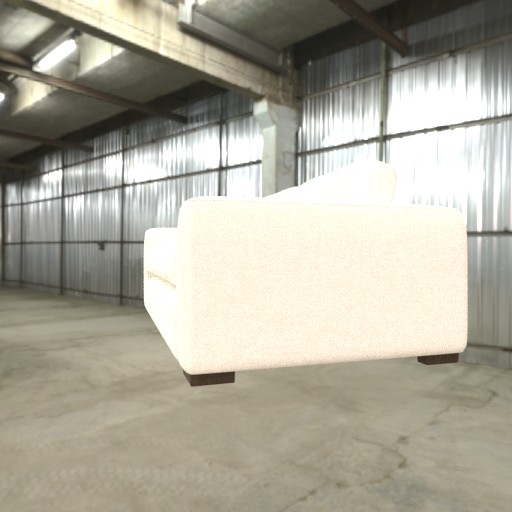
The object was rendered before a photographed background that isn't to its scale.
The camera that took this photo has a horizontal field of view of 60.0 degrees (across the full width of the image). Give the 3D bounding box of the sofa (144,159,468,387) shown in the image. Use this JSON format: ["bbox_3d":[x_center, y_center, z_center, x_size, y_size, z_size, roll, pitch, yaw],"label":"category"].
[{"bbox_3d":[0.000,0.000,2.379,1.069,0.801,1.920,0,0,-18],"label":"sofa"}]
